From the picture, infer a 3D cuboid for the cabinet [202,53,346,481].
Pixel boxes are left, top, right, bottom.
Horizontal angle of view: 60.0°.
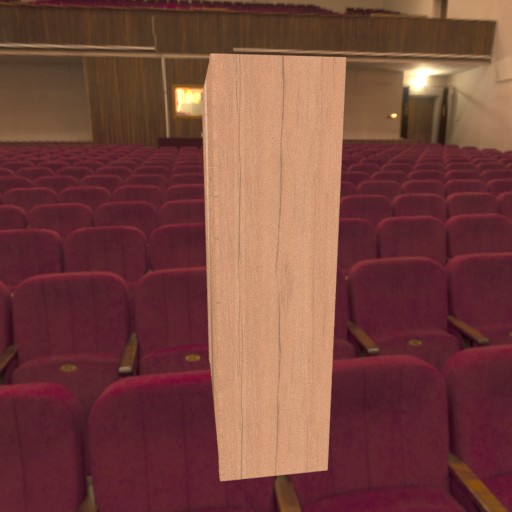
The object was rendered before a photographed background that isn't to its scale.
[{"bbox_3d":[0.000,0.000,2.775,0.580,2.070,1.400,-2,14,-8],"label":"cabinet"}]
